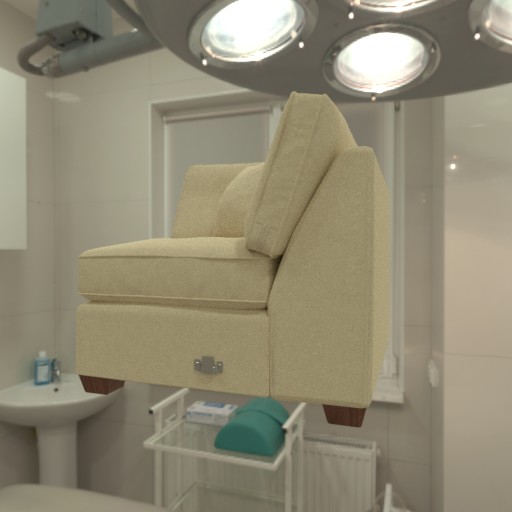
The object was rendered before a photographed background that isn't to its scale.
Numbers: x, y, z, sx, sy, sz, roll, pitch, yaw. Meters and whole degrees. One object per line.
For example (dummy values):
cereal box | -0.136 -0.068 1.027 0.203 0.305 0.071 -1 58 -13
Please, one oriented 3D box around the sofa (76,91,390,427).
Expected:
sofa | 0.000 0.000 1.944 1.084 1.002 1.146 0 1 19
